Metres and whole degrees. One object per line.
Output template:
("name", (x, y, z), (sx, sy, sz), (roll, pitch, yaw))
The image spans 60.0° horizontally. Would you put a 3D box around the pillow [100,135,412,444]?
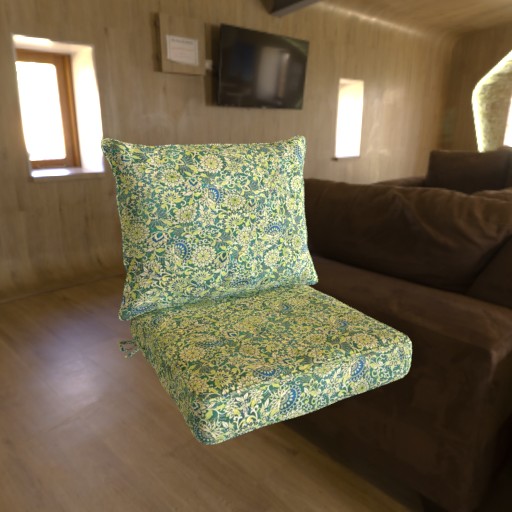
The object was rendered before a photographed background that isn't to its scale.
("pillow", (0.000, 0.000, 1.393), (0.798, 0.722, 0.740), (-8, 18, -28))
